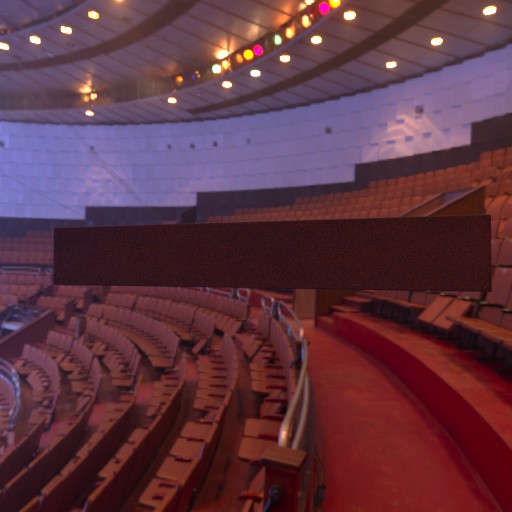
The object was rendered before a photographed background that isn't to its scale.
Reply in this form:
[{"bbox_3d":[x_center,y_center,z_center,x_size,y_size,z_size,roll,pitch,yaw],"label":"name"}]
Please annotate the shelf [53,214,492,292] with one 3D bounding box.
[{"bbox_3d":[0.000,0.000,0.666,0.607,0.088,0.152,0,-1,17],"label":"shelf"}]
